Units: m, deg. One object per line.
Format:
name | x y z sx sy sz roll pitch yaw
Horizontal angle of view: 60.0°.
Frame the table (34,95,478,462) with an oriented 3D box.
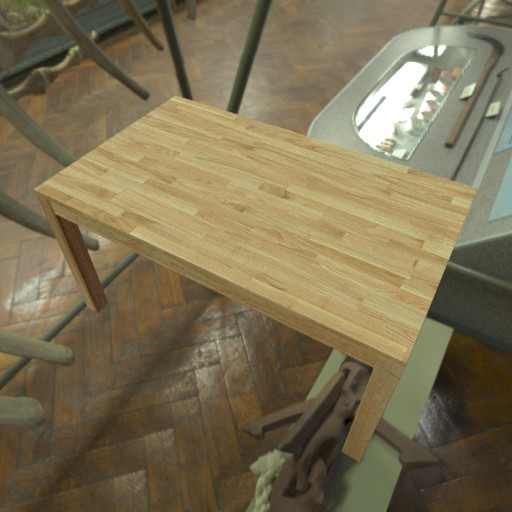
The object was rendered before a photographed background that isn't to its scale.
table | 0.000 0.000 2.024 1.500 0.770 0.900 23 51 21
